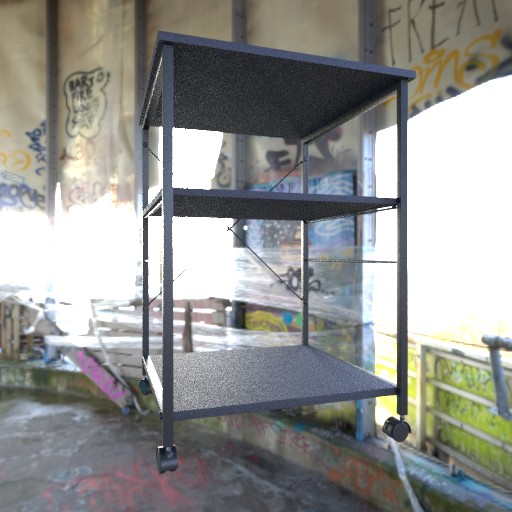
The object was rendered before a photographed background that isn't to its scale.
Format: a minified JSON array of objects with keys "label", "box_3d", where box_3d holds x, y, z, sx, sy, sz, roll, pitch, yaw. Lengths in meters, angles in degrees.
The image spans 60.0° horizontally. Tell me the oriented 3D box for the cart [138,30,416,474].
[{"label":"cart","box_3d":[0.000,0.000,1.076,0.521,0.762,0.520,0,0,-18]}]
